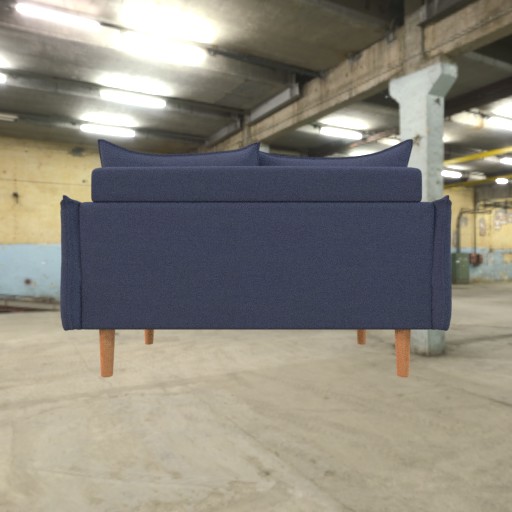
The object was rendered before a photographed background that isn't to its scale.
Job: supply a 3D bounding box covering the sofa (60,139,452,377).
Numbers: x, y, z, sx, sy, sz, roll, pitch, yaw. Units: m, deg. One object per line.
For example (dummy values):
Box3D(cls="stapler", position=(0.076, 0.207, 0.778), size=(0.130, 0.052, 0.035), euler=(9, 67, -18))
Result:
Box3D(cls="sofa", position=(0.000, 0.000, 1.842), size=(1.300, 0.840, 0.820), euler=(0, -1, 0))
